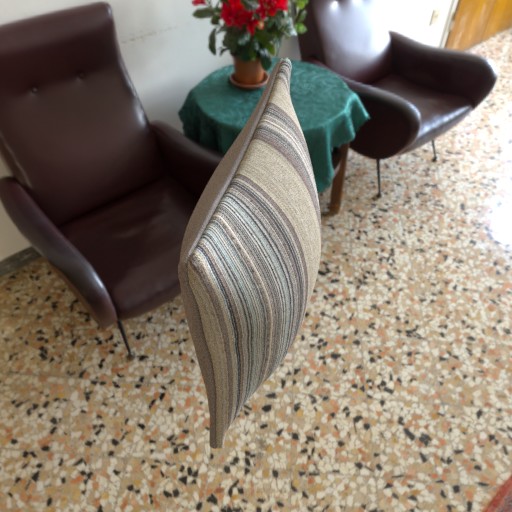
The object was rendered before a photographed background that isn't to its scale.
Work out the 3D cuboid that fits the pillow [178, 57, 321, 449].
[{"bbox_3d":[0.000,0.000,0.661,0.189,0.416,0.435,10,47,9],"label":"pillow"}]
